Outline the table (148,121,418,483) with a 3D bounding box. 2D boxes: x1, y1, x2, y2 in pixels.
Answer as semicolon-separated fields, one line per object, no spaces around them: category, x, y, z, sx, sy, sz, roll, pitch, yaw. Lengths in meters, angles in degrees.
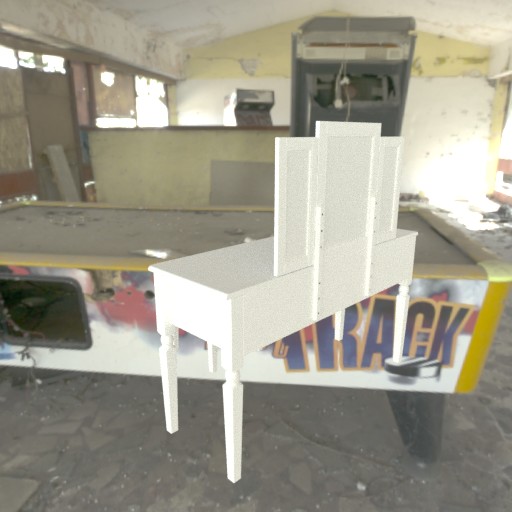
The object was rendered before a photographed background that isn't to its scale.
table;0.000;0.000;2.300;1.115;1.310;1.369;15;21;43
